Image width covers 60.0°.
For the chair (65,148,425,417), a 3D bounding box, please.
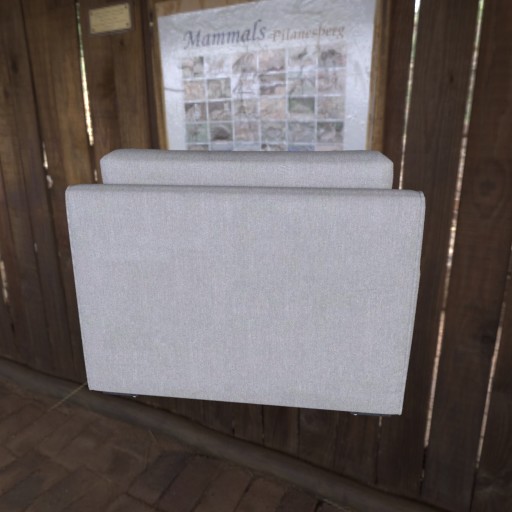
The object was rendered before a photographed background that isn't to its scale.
[{"bbox_3d":[0.000,0.000,2.014,1.270,0.974,1.043,2,16,7],"label":"chair"}]
